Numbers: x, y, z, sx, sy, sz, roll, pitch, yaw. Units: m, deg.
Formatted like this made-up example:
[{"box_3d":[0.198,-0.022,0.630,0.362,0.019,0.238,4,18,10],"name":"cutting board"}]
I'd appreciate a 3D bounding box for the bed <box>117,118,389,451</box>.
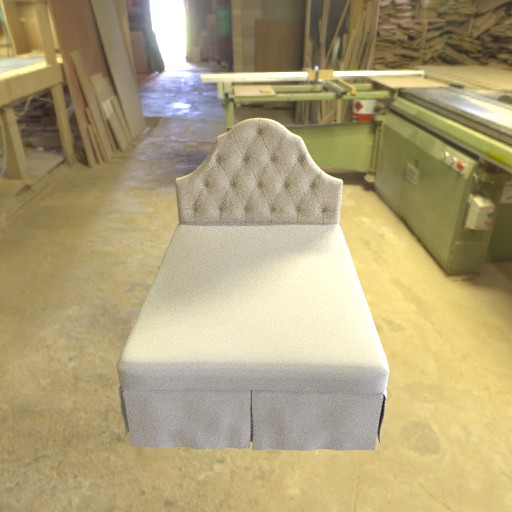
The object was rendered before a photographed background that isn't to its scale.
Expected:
[{"box_3d":[0.000,0.000,3.250,1.627,1.575,2.092,1,28,1],"name":"bed"}]
